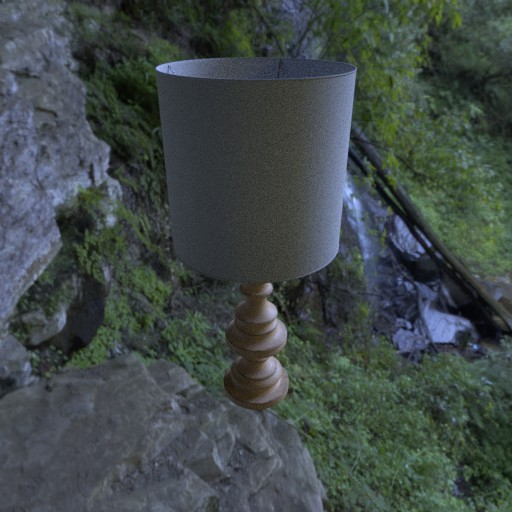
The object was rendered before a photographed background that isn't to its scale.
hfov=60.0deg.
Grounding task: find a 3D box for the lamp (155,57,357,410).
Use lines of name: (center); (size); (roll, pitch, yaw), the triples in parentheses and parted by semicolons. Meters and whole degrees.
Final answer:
lamp: (0.000, 0.000, 0.576); (0.208, 0.455, 0.208); (-1, 29, -2)
